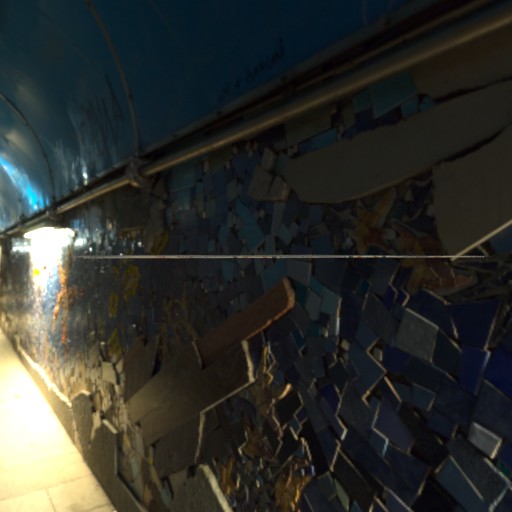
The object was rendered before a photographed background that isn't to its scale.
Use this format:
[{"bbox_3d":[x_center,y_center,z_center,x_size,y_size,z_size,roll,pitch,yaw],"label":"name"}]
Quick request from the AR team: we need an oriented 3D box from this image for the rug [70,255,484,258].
[{"bbox_3d":[0.000,0.000,3.959,3.000,0.012,2.371,0,0,-19],"label":"rug"}]
